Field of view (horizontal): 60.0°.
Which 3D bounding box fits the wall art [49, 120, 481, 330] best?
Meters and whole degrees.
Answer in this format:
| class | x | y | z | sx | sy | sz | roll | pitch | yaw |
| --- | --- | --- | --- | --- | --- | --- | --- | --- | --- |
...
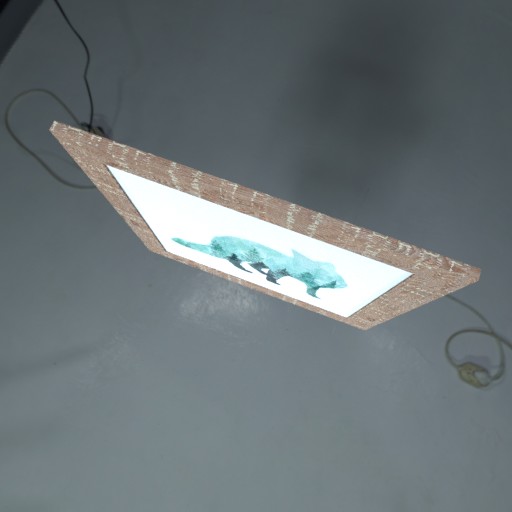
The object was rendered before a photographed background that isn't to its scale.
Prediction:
| class | x | y | z | sx | sy | sz | roll | pitch | yaw |
| --- | --- | --- | --- | --- | --- | --- | --- | --- | --- |
| wall art | 0.000 | 0.000 | 0.558 | 0.384 | 0.384 | 0.012 | 20 | 76 | 5 |
